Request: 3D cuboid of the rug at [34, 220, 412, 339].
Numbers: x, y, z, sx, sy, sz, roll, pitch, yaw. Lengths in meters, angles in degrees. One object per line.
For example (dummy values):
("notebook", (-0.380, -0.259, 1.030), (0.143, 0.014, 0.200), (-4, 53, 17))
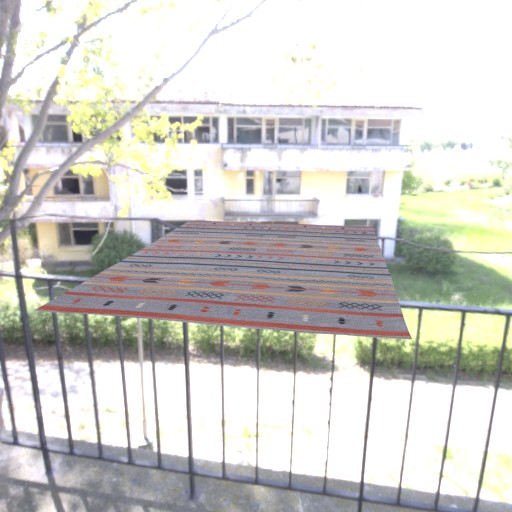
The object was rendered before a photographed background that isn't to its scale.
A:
("rug", (0.000, 0.000, 3.989), (2.263, 0.022, 3.029), (3, 16, 10))
